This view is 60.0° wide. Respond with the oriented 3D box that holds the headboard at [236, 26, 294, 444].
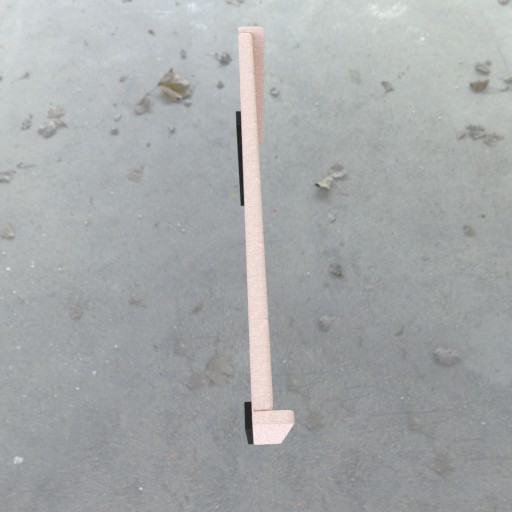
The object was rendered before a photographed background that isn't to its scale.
[{"bbox_3d":[0.000,0.000,2.640,0.184,1.524,2.051,-2,63,-1],"label":"headboard"}]
